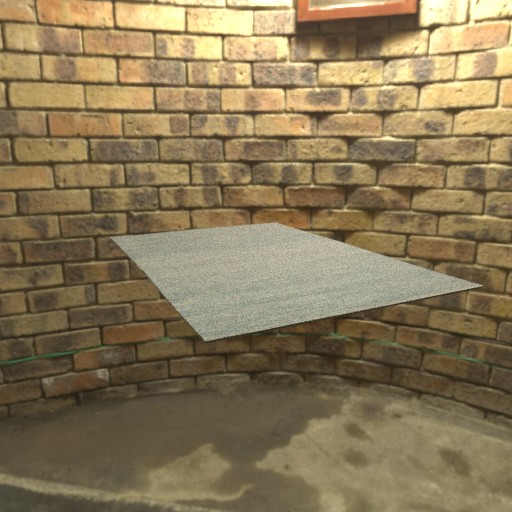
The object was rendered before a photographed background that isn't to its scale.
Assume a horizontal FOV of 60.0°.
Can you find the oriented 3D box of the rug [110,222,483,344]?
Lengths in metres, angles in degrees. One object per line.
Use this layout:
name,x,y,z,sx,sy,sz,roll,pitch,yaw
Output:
rug,0.000,0.000,5.360,2.802,0.052,4.078,-7,15,-26
